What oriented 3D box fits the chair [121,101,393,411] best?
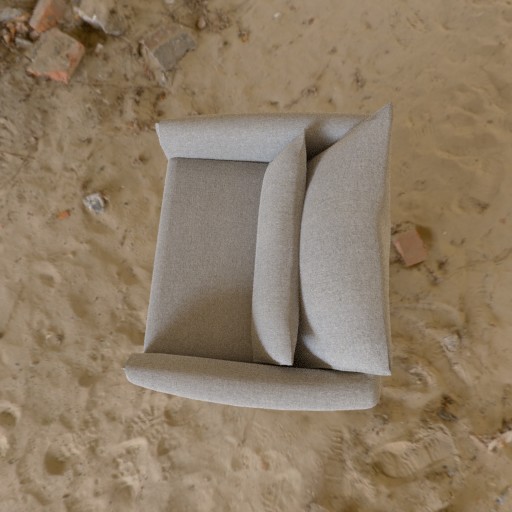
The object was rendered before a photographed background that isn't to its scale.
[{"bbox_3d":[0.000,0.000,1.596,0.801,0.856,1.029,4,77,1],"label":"chair"}]
